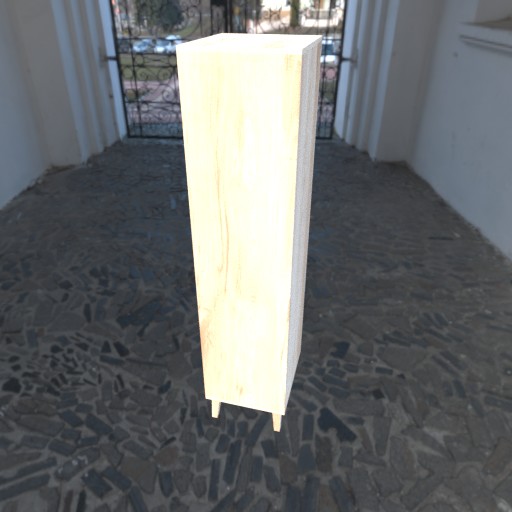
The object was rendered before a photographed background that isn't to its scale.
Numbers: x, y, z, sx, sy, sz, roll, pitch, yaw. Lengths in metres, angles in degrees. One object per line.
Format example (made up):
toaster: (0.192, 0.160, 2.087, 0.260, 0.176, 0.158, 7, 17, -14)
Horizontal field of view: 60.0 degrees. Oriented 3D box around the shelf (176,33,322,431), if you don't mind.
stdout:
shelf: (0.000, 0.000, 2.228, 0.450, 1.960, 0.510, 8, 32, 13)
